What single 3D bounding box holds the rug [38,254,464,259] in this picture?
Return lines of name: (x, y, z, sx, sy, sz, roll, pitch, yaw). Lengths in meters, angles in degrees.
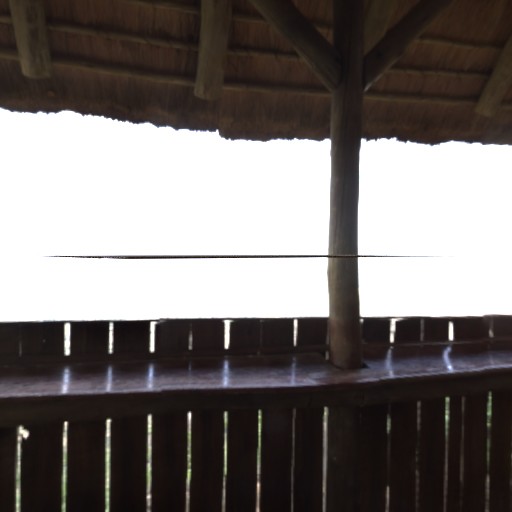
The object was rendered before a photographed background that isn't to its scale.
rug: (0.000, 0.000, 2.964, 2.434, 0.010, 1.516, 0, 0, -34)
